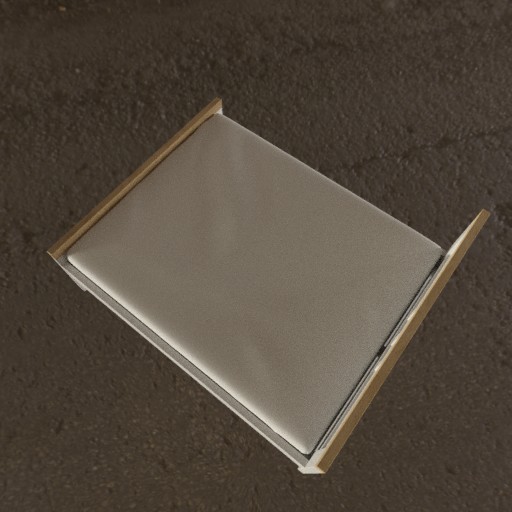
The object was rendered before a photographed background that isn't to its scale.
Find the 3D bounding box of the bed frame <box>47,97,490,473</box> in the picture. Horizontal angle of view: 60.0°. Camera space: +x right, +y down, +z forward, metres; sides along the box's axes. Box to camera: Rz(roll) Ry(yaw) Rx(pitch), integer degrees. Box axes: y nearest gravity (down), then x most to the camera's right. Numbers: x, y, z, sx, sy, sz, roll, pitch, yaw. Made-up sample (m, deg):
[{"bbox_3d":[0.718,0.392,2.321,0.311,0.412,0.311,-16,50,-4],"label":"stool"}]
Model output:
[{"bbox_3d":[0.000,0.000,2.919,2.050,0.980,1.670,35,69,16],"label":"bed frame"}]
